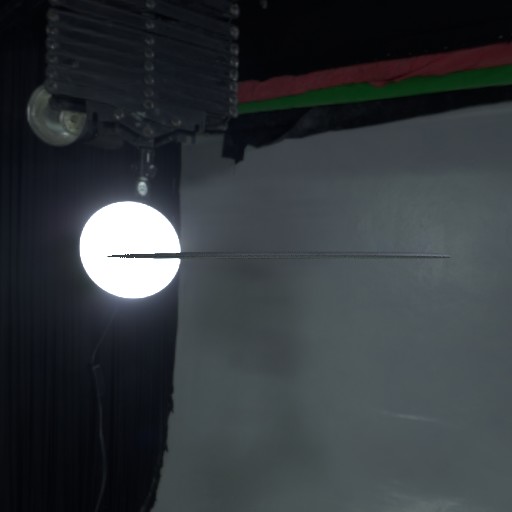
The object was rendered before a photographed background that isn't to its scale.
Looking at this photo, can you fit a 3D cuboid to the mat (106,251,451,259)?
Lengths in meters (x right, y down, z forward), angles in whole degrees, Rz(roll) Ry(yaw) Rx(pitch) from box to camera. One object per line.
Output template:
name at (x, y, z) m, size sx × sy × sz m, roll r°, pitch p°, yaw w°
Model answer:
mat at (0.000, 0.000, 1.815) m, size 1.525 × 0.016 × 0.917 m, roll 0°, pitch -1°, yaw 18°
